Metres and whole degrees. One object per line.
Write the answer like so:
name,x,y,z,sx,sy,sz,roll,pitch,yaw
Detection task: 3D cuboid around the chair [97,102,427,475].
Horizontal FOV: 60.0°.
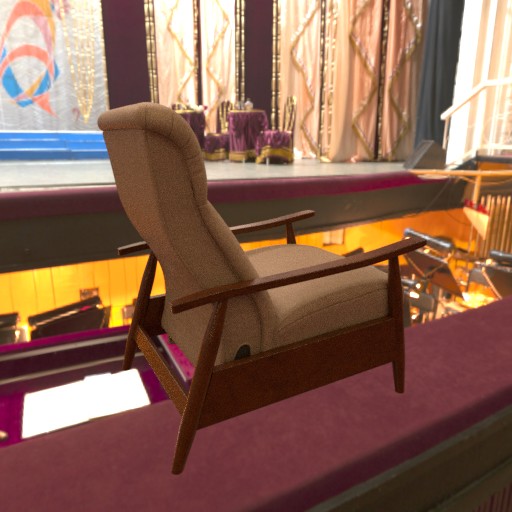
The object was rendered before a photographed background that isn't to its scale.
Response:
chair,0.000,0.000,1.731,1.030,1.082,0.762,-8,17,-27
